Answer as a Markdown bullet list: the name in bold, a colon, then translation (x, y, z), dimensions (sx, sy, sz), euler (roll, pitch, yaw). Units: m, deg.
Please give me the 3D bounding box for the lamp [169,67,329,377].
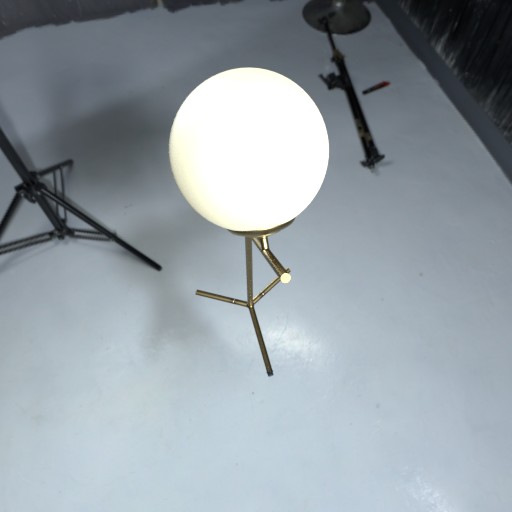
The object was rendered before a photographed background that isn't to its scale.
- **lamp**: translation (0.000, 0.000, 0.664), dimensions (0.210, 0.552, 0.251), euler (-13, 60, -8)
